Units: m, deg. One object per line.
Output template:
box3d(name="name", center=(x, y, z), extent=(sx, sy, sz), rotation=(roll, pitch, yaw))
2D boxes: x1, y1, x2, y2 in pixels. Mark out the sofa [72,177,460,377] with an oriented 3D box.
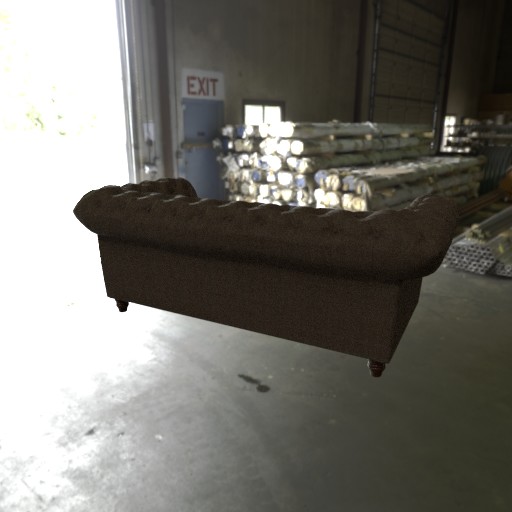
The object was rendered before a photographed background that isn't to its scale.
box3d(name="sofa", center=(0.000, 0.000, 2.559), extent=(2.048, 0.780, 0.944), rotation=(9, 18, 27))
